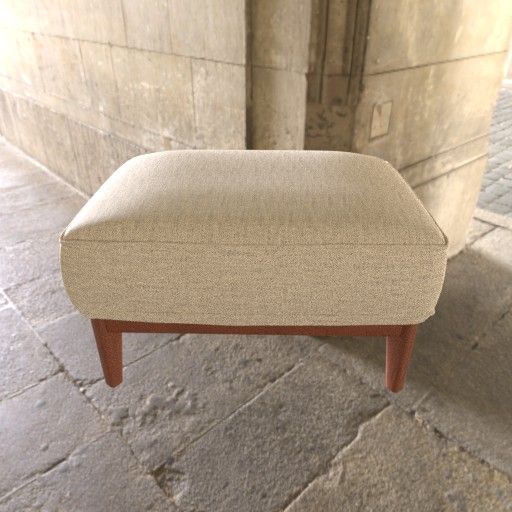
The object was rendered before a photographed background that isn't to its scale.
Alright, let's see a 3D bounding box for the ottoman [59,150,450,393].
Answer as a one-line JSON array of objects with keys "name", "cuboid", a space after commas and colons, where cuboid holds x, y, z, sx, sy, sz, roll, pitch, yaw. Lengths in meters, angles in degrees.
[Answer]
[{"name": "ottoman", "cuboid": [0.000, 0.000, 1.171, 0.794, 0.465, 0.594, 1, 31, 1]}]
